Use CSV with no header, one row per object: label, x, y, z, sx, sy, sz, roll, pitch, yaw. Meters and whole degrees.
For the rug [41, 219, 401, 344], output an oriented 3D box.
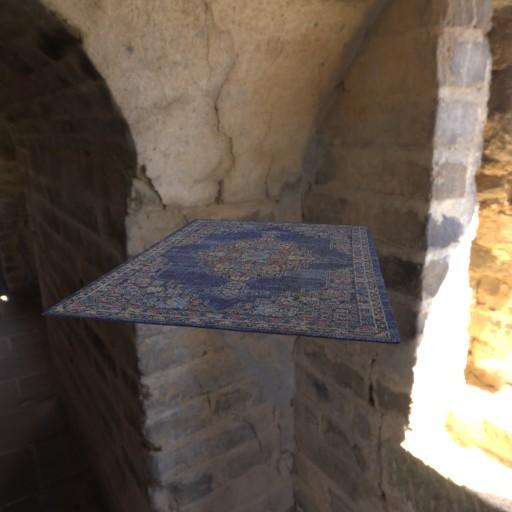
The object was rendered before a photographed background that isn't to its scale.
rug,0.000,0.000,3.811,2.053,0.011,2.940,3,16,10
